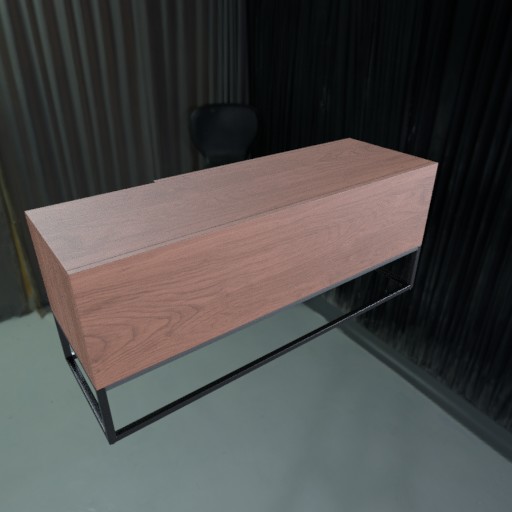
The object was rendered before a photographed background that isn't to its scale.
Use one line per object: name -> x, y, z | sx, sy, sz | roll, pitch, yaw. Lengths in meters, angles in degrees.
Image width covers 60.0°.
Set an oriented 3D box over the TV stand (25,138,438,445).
TV stand -> 0.000, 0.000, 1.432 | 1.200, 0.500, 0.415 | -20, 35, -31
